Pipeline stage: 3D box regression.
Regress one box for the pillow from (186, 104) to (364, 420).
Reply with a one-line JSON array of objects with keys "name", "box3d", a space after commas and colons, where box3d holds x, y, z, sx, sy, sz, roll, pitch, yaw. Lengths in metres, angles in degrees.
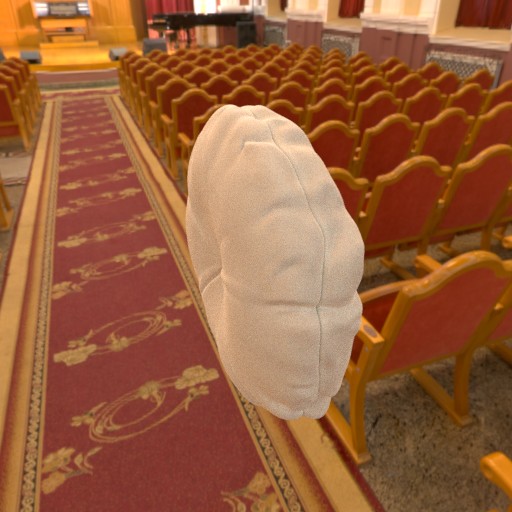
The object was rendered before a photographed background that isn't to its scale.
[{"name": "pillow", "box3d": [0.000, 0.000, 0.627, 0.148, 0.407, 0.428, -10, 32, -17]}]
